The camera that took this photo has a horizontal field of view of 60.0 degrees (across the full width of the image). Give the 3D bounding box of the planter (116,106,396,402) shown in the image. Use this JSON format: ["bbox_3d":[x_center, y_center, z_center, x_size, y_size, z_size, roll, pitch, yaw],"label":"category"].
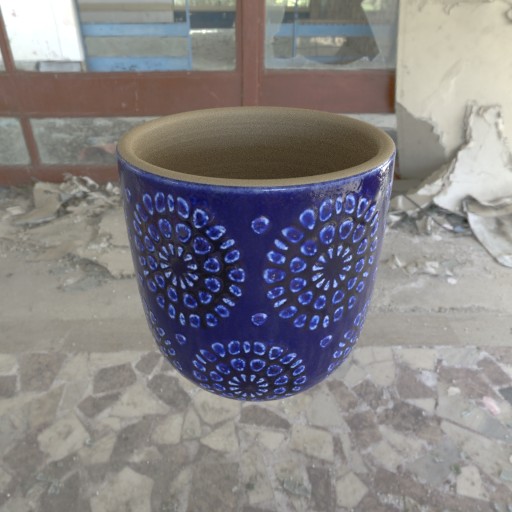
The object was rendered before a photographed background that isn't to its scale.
[{"bbox_3d":[0.000,0.000,0.204,0.109,0.112,0.109,0,30,0],"label":"planter"}]
